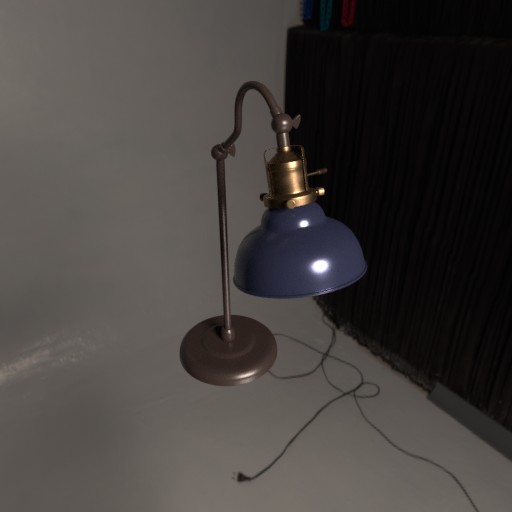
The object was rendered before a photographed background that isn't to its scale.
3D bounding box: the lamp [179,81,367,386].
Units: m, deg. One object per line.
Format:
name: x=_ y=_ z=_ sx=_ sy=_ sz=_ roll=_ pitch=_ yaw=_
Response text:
lamp: x=0.000 y=0.000 z=0.686 sx=0.192 sy=0.508 sz=0.374 roll=-20 pitch=35 yaw=-31
